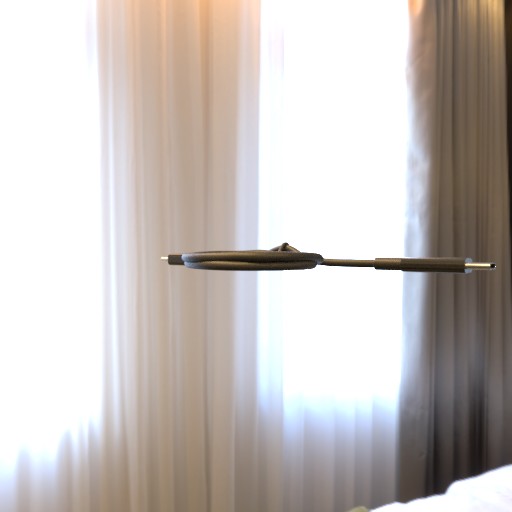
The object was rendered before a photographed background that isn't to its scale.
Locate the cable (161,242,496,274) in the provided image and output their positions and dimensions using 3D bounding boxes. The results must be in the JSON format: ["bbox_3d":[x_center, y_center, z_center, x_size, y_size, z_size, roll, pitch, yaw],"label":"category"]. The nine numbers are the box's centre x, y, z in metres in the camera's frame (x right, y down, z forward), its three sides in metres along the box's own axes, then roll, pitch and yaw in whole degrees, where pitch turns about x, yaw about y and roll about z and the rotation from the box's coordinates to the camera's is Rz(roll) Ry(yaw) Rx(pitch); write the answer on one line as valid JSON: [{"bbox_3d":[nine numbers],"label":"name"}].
[{"bbox_3d":[0.000,0.000,0.210,0.192,0.014,0.070,1,1,38],"label":"cable"}]
